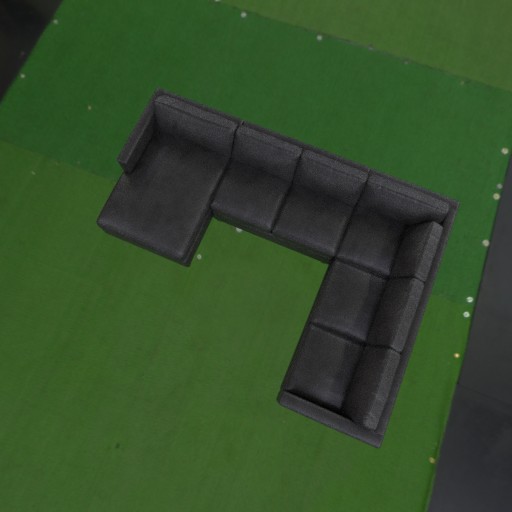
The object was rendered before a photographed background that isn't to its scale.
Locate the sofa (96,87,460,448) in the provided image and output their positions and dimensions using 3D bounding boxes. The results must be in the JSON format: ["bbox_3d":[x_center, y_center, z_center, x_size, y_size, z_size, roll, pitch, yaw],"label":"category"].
[{"bbox_3d":[0.000,0.000,4.495,3.324,0.891,2.452,22,76,6],"label":"sofa"}]
